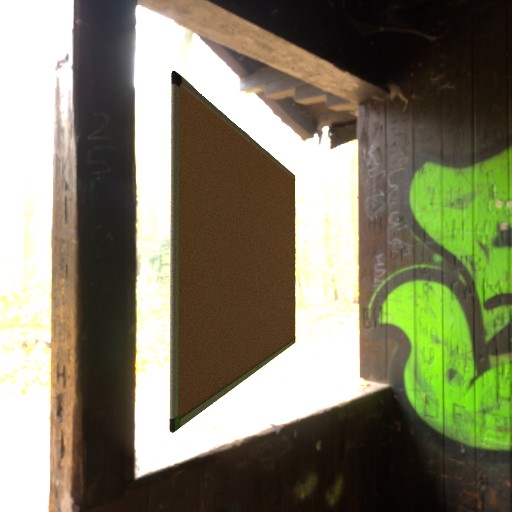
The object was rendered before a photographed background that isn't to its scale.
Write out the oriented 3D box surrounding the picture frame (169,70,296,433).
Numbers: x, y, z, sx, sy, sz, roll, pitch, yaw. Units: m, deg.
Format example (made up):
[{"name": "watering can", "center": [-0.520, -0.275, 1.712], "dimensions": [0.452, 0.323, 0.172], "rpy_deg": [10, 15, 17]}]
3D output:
[{"name": "picture frame", "center": [0.000, 0.000, 1.153], "dimensions": [0.010, 0.600, 0.900], "rpy_deg": [0, -1, 18]}]
